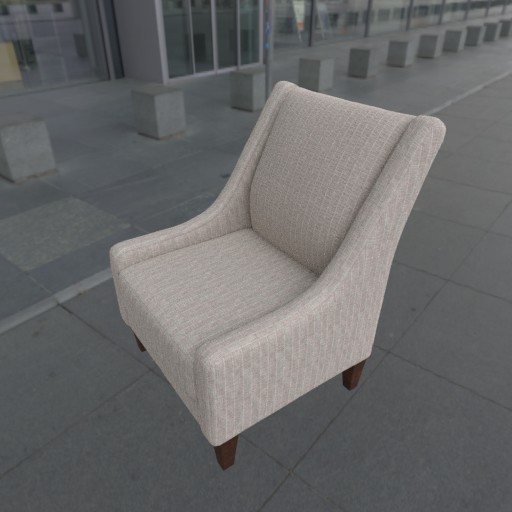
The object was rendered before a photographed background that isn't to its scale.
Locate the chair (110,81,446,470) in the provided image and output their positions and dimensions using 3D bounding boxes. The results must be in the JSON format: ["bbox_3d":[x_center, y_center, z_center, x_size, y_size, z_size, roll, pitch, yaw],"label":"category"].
[{"bbox_3d":[0.000,0.000,1.596,0.870,1.014,0.774,-20,37,-30],"label":"chair"}]
